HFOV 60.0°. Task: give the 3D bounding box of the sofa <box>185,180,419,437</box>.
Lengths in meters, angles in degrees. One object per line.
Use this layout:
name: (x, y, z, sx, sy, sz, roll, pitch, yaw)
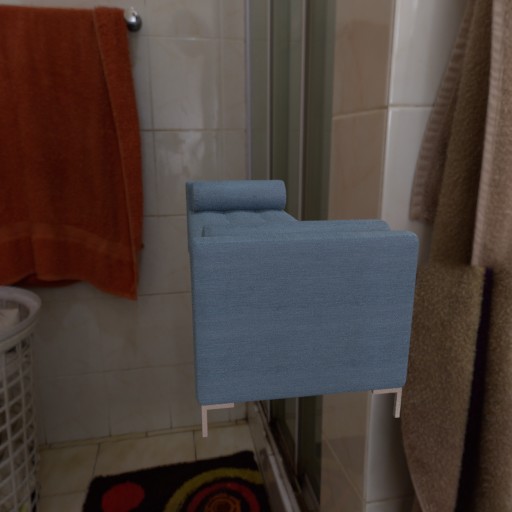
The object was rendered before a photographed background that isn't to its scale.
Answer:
sofa: (0.000, 0.000, 2.288, 0.686, 0.635, 1.981, -2, 15, -9)
